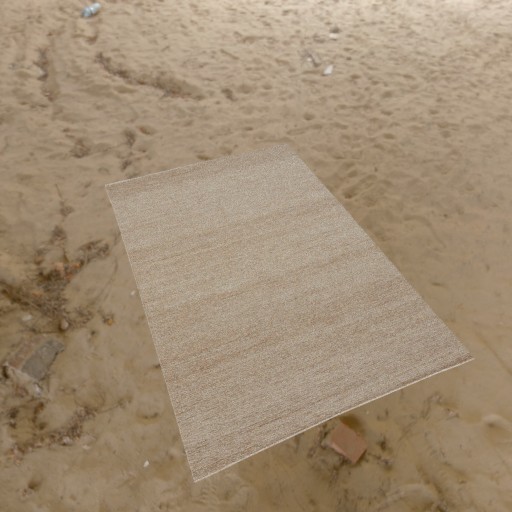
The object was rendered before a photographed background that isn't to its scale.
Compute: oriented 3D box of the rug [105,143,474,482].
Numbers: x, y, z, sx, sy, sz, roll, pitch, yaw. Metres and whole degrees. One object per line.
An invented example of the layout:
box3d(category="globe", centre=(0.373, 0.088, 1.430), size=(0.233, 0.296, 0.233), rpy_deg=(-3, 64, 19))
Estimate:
box3d(category="rug", centre=(0.000, 0.000, 2.910), size=(1.574, 0.029, 2.346), rpy_deg=(-17, 48, -16))
